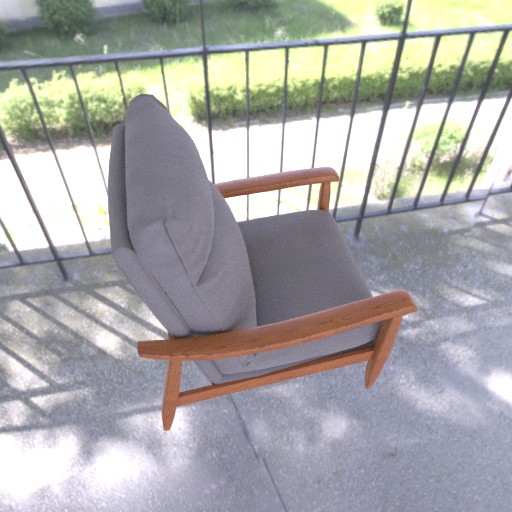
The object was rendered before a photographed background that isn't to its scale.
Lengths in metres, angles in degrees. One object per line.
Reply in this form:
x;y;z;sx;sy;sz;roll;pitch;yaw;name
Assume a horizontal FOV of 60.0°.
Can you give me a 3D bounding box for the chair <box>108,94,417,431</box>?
0.000;0.000;1.514;0.816;0.922;0.782;-9;46;-9;chair
